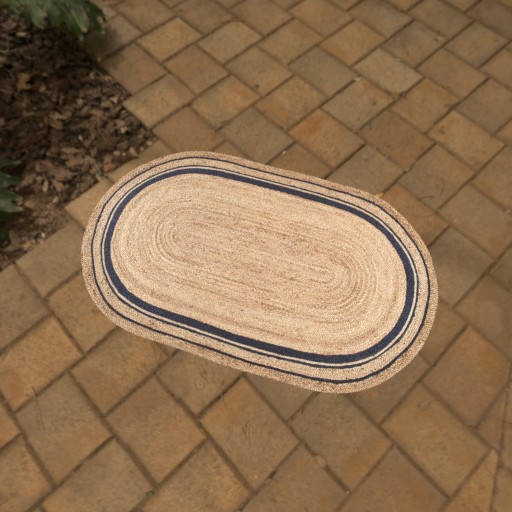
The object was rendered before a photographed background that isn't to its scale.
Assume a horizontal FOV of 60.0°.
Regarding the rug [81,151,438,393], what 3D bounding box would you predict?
[{"bbox_3d":[0.000,0.000,3.002,2.432,0.006,1.520,16,65,8],"label":"rug"}]
